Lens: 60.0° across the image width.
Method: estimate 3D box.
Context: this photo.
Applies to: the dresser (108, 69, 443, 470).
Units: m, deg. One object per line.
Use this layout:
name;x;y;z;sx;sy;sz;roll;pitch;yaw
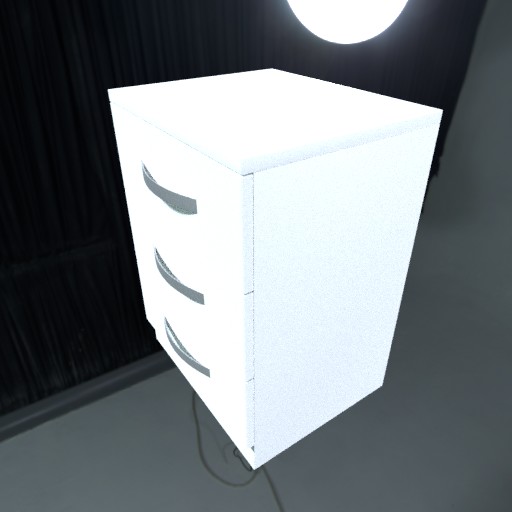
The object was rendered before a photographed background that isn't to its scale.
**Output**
dresser;0.000;0.000;0.821;0.360;0.560;0.400;-21;38;-29
